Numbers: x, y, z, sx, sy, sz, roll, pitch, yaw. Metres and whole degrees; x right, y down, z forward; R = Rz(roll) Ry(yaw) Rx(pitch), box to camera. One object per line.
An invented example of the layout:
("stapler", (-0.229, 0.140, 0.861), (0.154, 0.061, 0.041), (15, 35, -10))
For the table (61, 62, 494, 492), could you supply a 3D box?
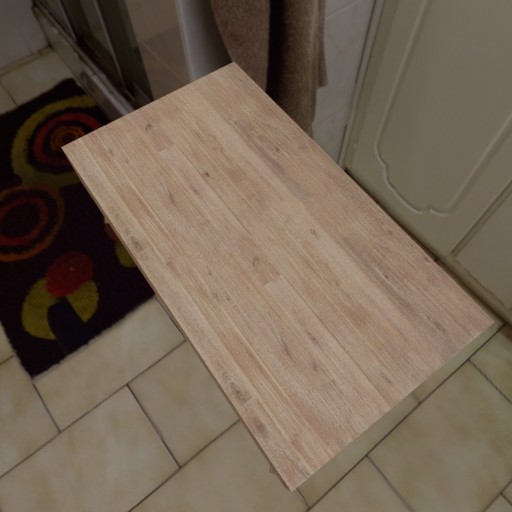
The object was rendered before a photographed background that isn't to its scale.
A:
("table", (0.000, 0.000, 1.973), (0.918, 0.531, 1.619), (-33, 68, -15))
